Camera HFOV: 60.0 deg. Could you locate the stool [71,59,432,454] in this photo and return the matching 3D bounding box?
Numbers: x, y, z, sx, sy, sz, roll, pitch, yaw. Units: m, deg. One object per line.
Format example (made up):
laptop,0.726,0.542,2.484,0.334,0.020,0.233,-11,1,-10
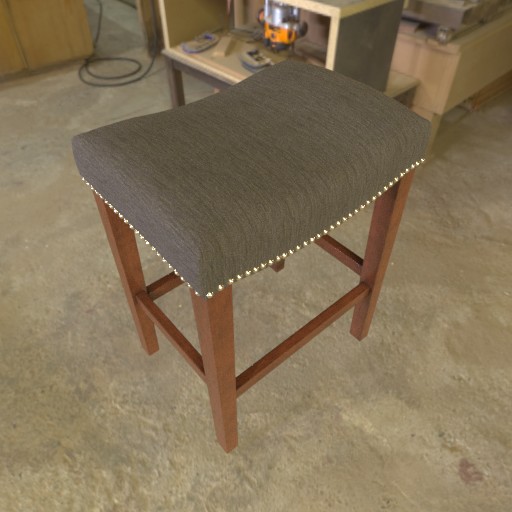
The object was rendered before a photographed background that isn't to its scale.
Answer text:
stool,0.000,0.000,0.950,0.504,0.654,0.372,-32,53,-27
